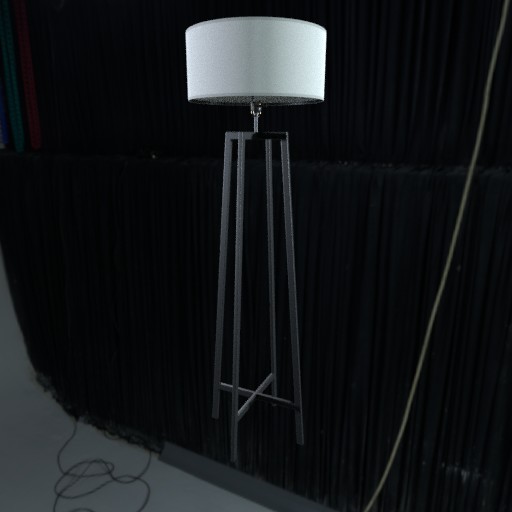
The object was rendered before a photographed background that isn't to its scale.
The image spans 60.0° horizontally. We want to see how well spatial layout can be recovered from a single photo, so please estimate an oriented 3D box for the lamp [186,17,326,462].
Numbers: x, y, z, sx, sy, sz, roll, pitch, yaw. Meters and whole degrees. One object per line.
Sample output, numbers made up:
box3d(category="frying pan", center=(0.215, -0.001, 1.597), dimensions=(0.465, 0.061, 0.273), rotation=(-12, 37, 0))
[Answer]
box3d(category="lamp", center=(0.000, 0.000, 1.658), dimensions=(0.456, 1.510, 0.457), rotation=(7, 17, 25))
